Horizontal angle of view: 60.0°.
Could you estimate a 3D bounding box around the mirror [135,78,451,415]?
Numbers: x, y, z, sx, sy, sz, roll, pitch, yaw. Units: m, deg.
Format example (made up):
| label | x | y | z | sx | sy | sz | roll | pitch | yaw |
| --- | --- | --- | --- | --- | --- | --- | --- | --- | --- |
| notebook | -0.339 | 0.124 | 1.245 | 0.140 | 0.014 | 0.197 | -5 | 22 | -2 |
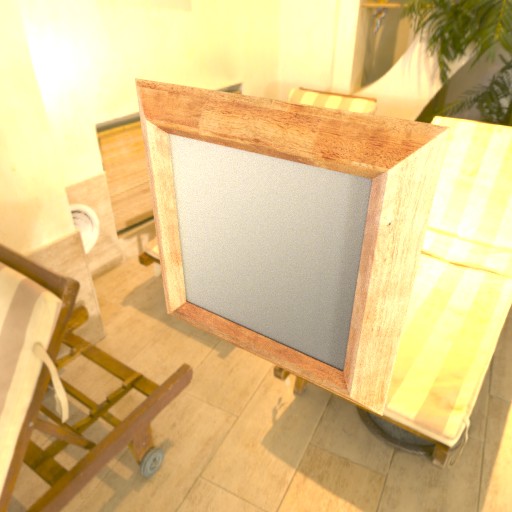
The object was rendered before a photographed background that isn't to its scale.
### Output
| label | x | y | z | sx | sy | sz | roll | pitch | yaw |
| --- | --- | --- | --- | --- | --- | --- | --- | --- | --- |
| mirror | 0.000 | 0.000 | 0.957 | 0.651 | 0.651 | 0.047 | 19 | 37 | 28 |
